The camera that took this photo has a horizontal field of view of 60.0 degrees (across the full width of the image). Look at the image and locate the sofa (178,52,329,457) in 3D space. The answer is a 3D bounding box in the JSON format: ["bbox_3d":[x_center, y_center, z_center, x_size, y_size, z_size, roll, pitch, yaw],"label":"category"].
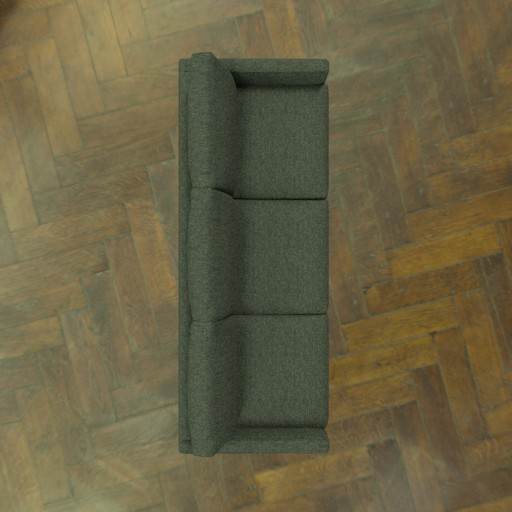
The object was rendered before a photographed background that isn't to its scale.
[{"bbox_3d":[0.000,0.000,2.668,0.876,0.879,2.253,0,90,-1],"label":"sofa"}]
